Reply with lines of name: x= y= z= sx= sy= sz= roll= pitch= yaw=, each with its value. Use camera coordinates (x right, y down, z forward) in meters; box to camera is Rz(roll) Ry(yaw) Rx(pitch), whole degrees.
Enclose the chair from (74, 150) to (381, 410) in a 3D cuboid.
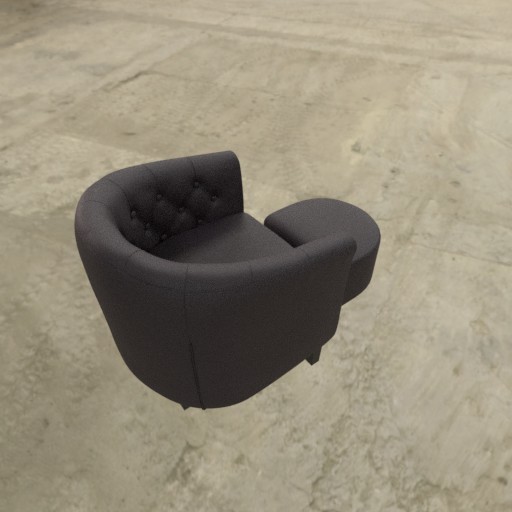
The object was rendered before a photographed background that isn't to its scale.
chair: x=0.000 y=0.000 z=1.695 sx=1.191 sy=0.760 sz=0.763 roll=-26 pitch=47 yaw=-26
